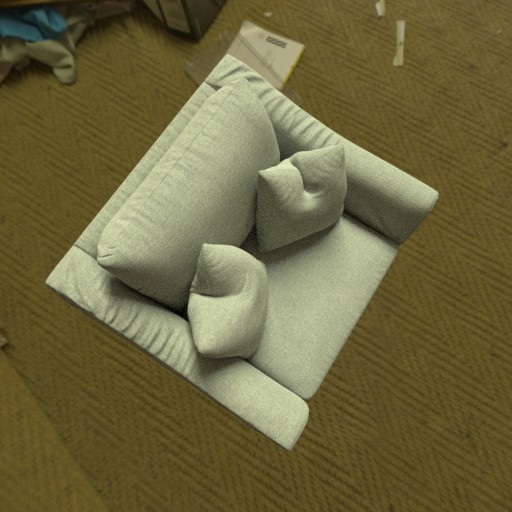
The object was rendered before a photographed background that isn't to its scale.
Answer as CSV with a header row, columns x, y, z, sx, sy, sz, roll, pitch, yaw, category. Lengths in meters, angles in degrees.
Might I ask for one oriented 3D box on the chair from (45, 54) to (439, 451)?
x,y,z,sx,sy,sz,roll,pitch,yaw,category
0.000,0.000,1.968,1.071,1.059,1.194,32,77,9,chair
